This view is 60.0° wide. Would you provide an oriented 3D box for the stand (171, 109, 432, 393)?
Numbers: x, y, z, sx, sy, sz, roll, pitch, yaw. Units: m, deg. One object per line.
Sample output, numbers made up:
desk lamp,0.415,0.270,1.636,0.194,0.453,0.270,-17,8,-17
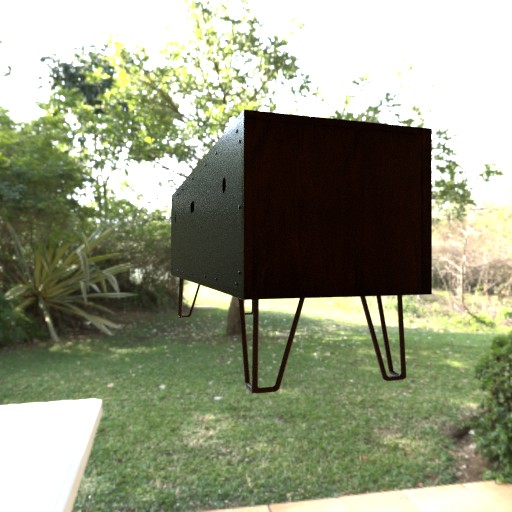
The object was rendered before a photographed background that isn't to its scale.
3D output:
stand,0.000,0.000,1.652,0.481,0.610,1.372,0,0,-17
